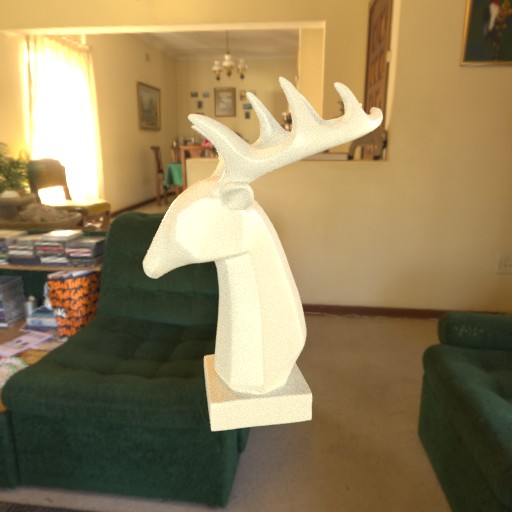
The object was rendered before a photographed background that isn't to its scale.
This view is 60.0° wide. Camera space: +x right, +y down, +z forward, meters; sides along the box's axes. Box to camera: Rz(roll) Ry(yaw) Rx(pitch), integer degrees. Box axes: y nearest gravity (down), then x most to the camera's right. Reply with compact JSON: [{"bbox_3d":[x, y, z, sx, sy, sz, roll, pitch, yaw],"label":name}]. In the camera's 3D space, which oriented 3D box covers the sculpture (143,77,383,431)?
[{"bbox_3d":[0.000,0.000,0.450,0.224,0.329,0.174,-3,15,-10],"label":"sculpture"}]
